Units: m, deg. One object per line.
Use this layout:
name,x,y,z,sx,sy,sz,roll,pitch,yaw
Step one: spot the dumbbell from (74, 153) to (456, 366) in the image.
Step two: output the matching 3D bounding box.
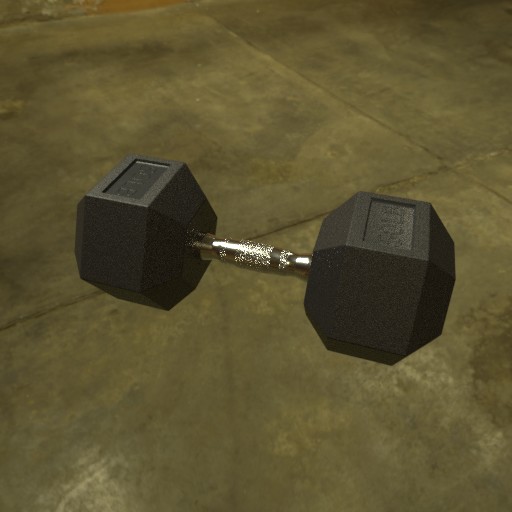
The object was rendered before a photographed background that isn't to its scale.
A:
dumbbell,0.000,0.000,0.480,0.384,0.150,0.173,12,43,13
